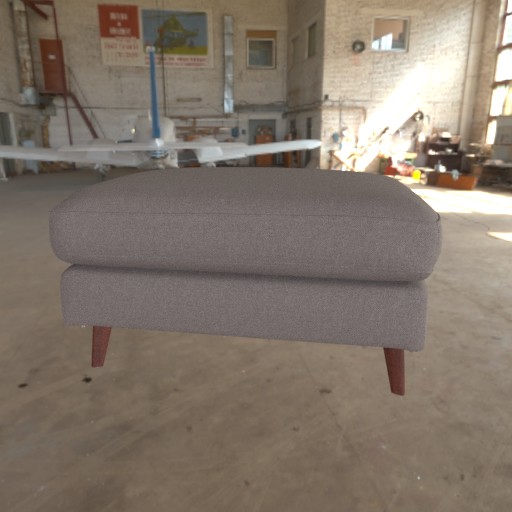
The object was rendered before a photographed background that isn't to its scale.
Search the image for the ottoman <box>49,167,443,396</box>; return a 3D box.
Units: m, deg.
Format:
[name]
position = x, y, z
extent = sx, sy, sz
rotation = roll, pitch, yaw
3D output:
[ottoman]
position = 0.000, 0.000, 1.164
extent = 0.811, 0.449, 0.608
rotation = 3, 16, 9
